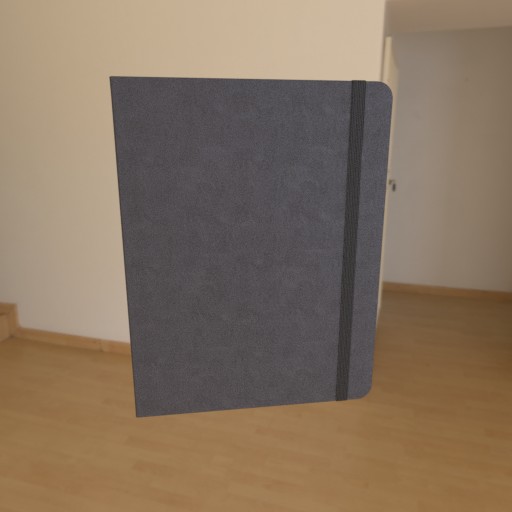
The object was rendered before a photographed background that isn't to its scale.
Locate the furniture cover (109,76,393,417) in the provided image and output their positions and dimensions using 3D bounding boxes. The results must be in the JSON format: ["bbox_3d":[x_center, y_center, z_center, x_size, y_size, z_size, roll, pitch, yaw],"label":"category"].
[{"bbox_3d":[0.000,0.000,0.378,0.216,0.281,0.023,-2,15,-8],"label":"furniture cover"}]
